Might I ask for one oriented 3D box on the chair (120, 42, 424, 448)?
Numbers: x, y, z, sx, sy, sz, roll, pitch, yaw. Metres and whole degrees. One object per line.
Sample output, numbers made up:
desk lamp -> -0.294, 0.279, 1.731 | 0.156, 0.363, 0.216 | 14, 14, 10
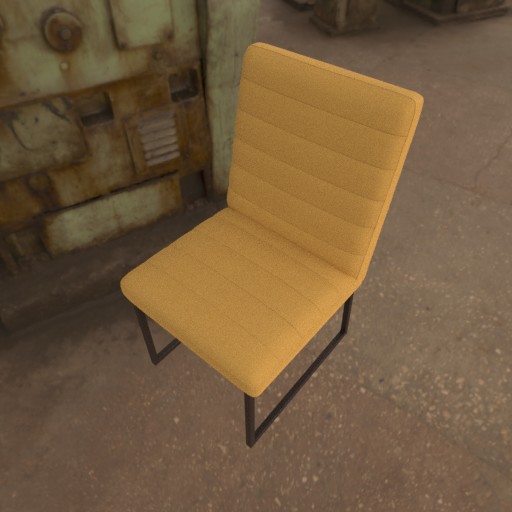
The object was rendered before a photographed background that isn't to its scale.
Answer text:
chair -> 0.000, 0.000, 1.291 | 0.520, 0.930, 0.634 | 31, 54, 26
